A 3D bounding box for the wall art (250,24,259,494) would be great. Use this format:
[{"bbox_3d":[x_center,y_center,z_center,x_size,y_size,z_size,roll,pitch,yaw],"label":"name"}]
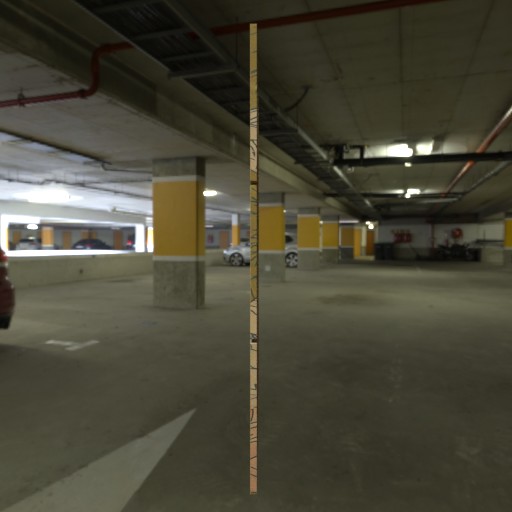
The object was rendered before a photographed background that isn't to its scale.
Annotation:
[{"bbox_3d":[0.000,0.000,1.312,0.013,0.913,0.904,0,2,1],"label":"wall art"}]
